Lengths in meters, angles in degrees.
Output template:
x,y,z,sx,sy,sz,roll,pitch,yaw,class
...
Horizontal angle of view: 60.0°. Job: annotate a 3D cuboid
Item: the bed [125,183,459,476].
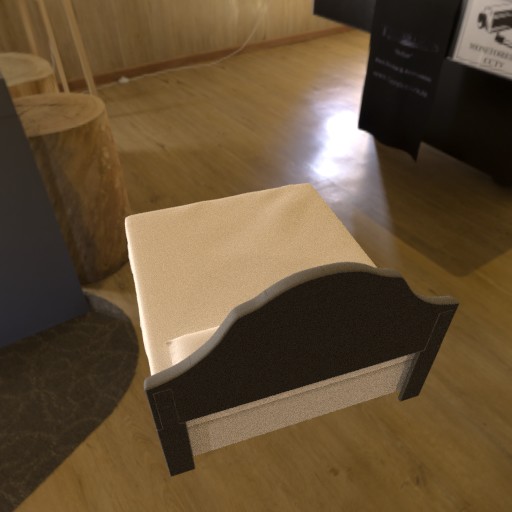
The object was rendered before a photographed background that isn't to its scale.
x,y,z,sx,sy,sz,roll,pitch,yaw,class
0.000,0.000,3.494,2.008,1.615,2.214,-12,43,-14,bed
